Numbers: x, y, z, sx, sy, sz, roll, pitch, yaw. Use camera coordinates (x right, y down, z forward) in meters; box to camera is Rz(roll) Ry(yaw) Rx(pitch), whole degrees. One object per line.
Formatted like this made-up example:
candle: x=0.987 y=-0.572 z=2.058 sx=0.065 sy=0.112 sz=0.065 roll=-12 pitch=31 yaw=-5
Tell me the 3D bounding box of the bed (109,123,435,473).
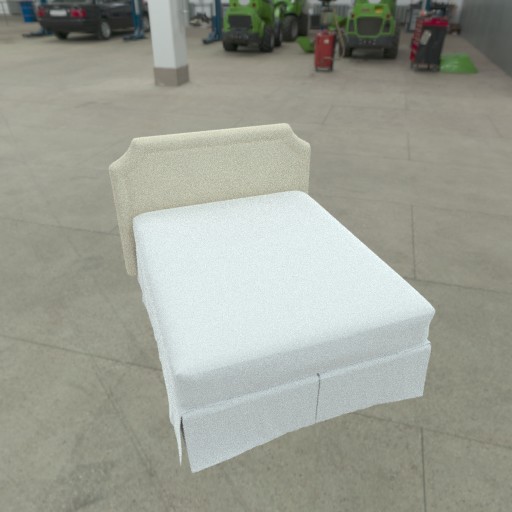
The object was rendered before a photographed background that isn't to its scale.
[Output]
bed: x=0.000 y=0.000 z=3.275 sx=1.827 sy=1.296 sz=2.209 roll=-11 pitch=33 yaw=-17
